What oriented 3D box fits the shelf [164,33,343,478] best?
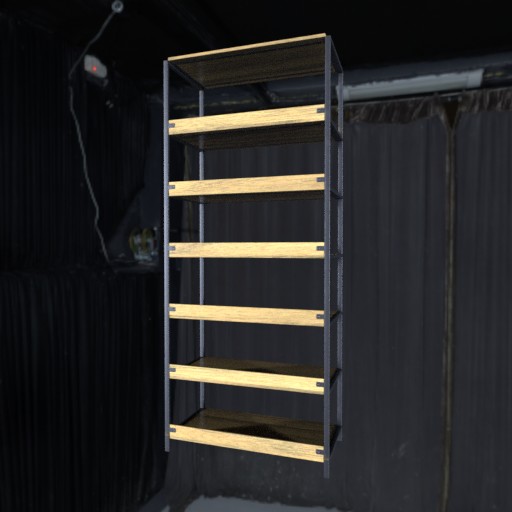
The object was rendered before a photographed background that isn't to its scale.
[{"bbox_3d":[0.000,0.000,2.339,0.847,2.015,0.431,0,1,19],"label":"shelf"}]
